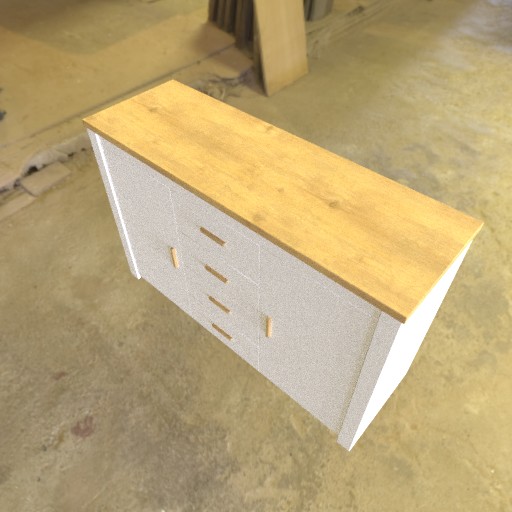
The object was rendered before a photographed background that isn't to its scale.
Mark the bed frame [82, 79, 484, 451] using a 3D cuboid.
[{"bbox_3d":[0.000,0.000,1.715,1.300,0.850,0.430,33,55,27],"label":"bed frame"}]
